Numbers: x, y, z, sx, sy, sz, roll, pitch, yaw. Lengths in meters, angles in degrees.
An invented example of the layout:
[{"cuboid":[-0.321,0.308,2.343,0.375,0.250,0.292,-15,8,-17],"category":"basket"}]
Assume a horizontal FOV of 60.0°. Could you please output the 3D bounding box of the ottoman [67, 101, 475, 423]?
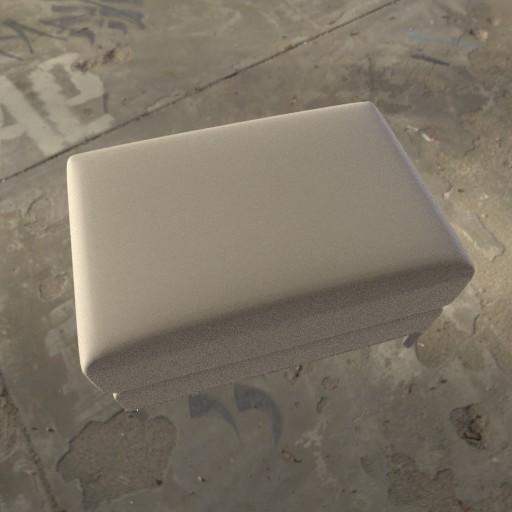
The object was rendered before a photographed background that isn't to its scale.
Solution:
[{"cuboid":[0.000,0.000,1.184,0.835,0.497,0.581,-13,59,-8],"category":"ottoman"}]
